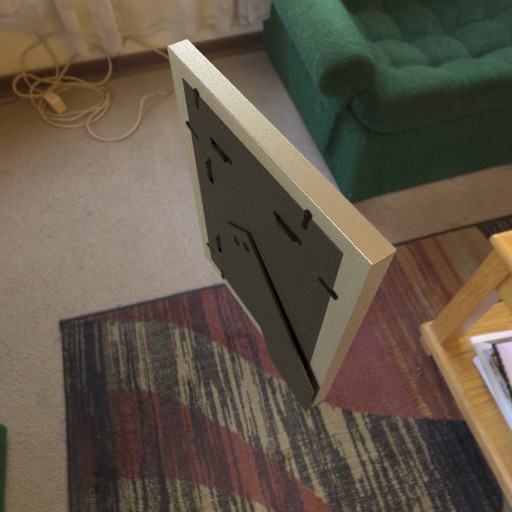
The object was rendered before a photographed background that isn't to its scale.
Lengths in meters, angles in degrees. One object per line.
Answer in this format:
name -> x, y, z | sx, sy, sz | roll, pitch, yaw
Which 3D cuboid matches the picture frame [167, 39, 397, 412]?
picture frame -> 0.000, 0.000, 0.538 | 0.036, 0.386, 0.307 | -29, 62, -17
